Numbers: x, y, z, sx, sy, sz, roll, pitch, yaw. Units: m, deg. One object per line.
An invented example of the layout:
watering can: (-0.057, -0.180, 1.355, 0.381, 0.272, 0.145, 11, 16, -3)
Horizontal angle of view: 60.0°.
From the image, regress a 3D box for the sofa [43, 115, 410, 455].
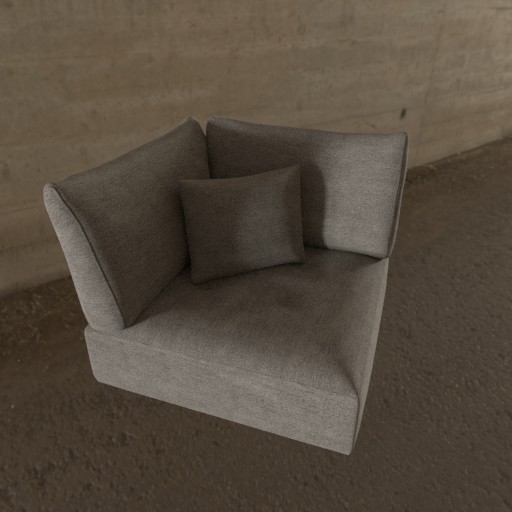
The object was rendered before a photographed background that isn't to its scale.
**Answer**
sofa: (0.000, 0.000, 1.721, 1.000, 0.820, 1.000, 10, 31, 17)
